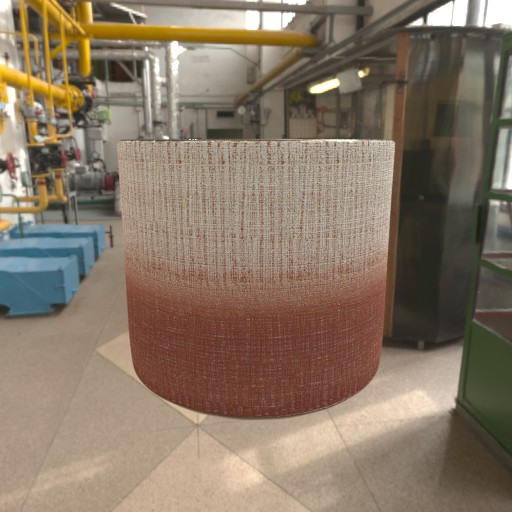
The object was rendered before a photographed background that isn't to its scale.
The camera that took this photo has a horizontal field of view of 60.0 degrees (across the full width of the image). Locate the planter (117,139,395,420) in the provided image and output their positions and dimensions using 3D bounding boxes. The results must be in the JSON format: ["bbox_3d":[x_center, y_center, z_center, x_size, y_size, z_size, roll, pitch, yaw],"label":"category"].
[{"bbox_3d":[0.000,0.000,0.310,0.178,0.157,0.178,0,15,0],"label":"planter"}]
